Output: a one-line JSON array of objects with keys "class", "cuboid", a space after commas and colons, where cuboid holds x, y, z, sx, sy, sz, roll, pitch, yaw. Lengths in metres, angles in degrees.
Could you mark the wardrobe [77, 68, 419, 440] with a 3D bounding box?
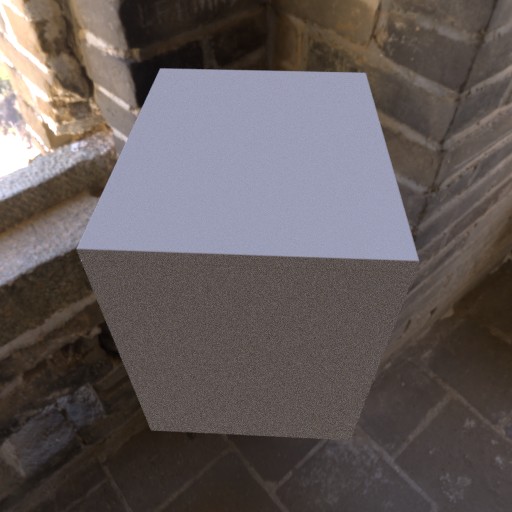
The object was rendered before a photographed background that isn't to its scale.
[{"class": "wardrobe", "cuboid": [0.000, 0.000, 0.875, 0.400, 0.520, 0.500, 2, 46, 2]}]
